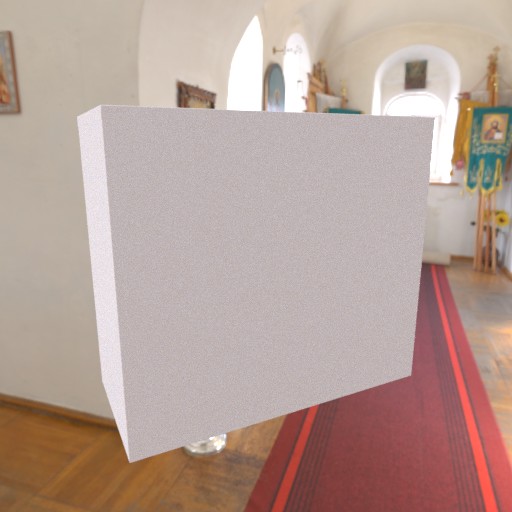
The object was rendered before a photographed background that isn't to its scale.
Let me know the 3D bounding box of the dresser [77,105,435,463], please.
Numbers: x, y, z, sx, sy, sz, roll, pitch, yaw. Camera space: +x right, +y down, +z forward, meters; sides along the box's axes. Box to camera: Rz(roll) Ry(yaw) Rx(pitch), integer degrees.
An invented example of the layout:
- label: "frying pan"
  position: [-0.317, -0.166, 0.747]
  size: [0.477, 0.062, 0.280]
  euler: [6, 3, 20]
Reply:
- label: "dresser"
  position: [0.000, 0.000, 1.236]
  size: [0.830, 0.740, 0.420]
  euler: [-7, 16, -26]
